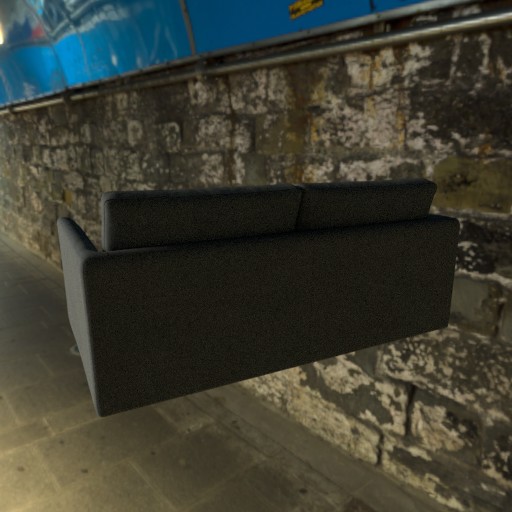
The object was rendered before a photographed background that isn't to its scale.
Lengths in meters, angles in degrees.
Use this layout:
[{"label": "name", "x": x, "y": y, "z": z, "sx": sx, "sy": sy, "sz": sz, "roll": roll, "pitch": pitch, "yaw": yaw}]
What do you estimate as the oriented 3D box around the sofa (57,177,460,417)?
[{"label": "sofa", "x": 0.000, "y": 0.000, "z": 2.437, "sx": 1.909, "sy": 0.845, "sz": 1.091, "roll": -7, "pitch": 16, "yaw": -26}]
